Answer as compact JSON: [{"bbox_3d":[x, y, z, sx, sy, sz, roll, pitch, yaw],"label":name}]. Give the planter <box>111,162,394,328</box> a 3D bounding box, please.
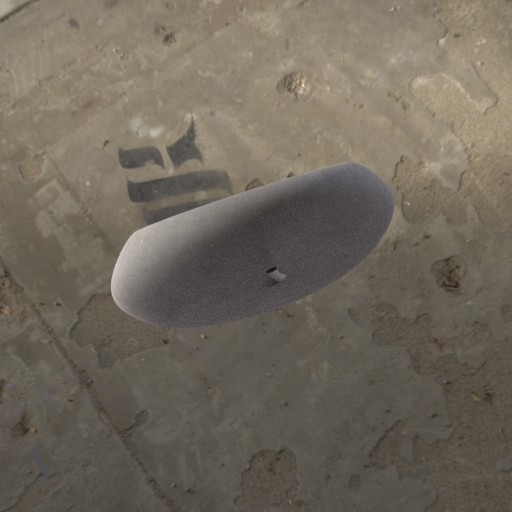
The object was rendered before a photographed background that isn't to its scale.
[{"bbox_3d":[0.000,0.000,0.290,0.185,0.188,0.071,-19,76,-5],"label":"planter"}]
